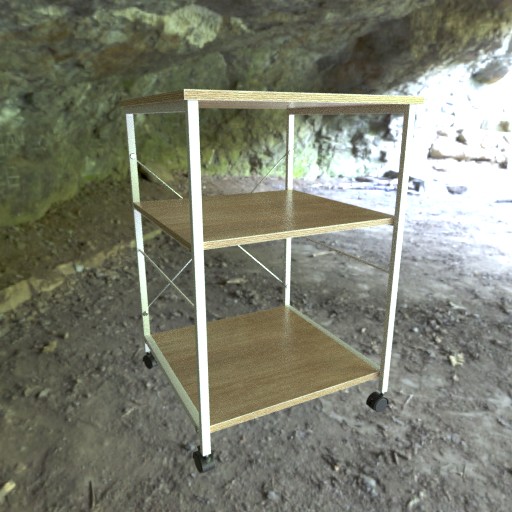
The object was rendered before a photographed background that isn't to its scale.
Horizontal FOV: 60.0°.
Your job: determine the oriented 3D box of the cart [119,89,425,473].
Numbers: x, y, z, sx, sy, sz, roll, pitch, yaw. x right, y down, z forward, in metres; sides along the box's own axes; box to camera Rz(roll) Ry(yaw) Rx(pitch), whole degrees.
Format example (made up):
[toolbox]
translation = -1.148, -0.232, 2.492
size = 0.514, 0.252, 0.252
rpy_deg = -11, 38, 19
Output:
[cart]
translation = 0.000, 0.000, 1.139
size = 0.521, 0.762, 0.520
rpy_deg = -9, 19, -26
